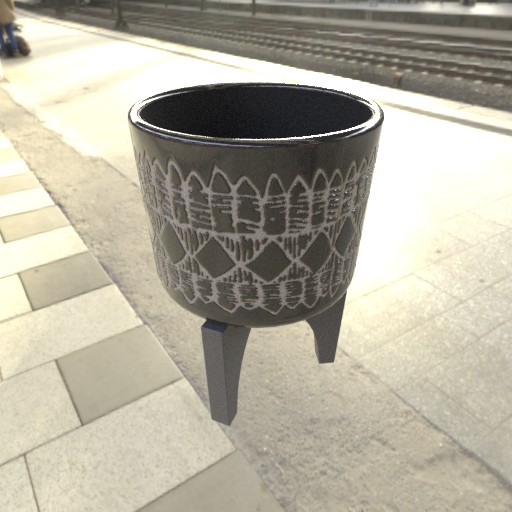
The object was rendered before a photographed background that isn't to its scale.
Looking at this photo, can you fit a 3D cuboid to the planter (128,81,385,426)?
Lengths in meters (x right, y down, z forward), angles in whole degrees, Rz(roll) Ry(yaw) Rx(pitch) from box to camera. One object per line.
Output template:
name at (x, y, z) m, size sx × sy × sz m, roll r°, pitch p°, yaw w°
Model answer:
planter at (0.000, 0.000, 0.534) m, size 0.251 × 0.355 × 0.251 m, roll -21°, pitch 37°, yaw -31°
